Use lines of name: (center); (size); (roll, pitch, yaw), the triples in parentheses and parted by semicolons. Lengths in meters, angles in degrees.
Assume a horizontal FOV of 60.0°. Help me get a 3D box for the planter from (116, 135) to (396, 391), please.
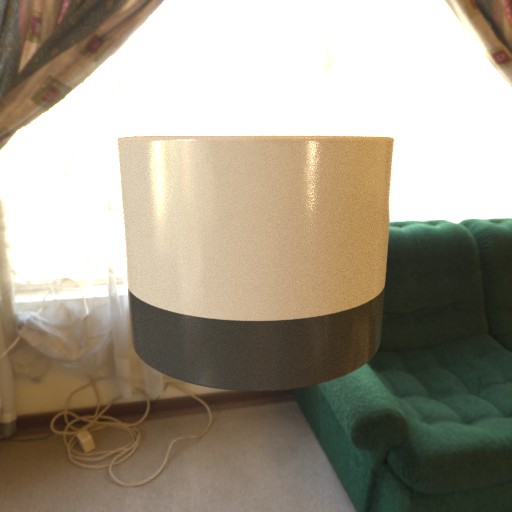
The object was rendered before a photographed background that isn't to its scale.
planter: (0.000, 0.000, 0.341); (0.193, 0.177, 0.193); (0, 14, 0)
